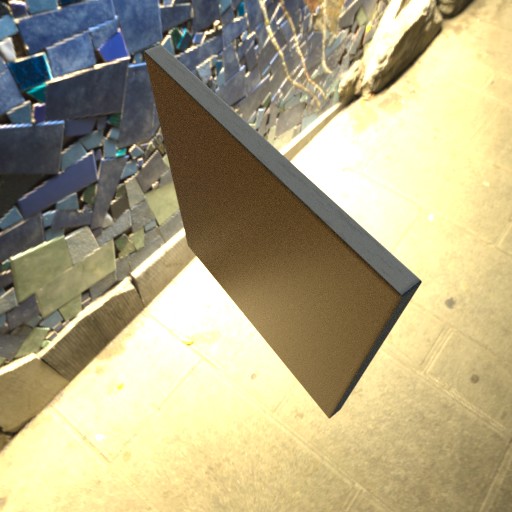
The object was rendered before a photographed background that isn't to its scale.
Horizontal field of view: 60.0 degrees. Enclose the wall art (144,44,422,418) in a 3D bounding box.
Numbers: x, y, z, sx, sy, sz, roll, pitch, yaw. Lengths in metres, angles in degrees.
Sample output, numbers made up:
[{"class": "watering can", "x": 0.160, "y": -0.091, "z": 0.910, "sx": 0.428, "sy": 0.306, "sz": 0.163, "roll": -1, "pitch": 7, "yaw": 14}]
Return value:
[{"class": "wall art", "x": 0.000, "y": 0.000, "z": 1.919, "sx": 0.078, "sy": 1.288, "sz": 1.287, "roll": -33, "pitch": 63, "yaw": -19}]
